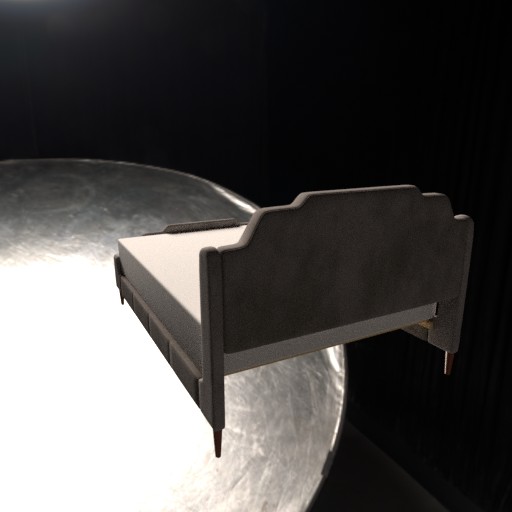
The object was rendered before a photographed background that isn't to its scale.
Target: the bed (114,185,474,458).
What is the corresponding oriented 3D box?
[{"bbox_3d":[0.000,0.000,3.310,1.676,1.245,2.340,-8,18,-27],"label":"bed"}]
